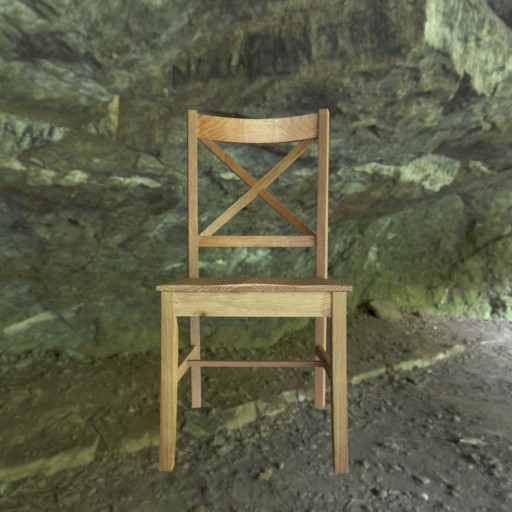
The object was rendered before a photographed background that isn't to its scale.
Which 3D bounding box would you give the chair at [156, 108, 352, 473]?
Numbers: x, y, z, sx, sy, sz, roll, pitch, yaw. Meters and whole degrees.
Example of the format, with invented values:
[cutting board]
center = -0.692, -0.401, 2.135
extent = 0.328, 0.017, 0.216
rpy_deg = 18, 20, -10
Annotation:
[chair]
center = 0.000, 0.000, 1.268
extent = 0.485, 0.983, 0.542
rpy_deg = 0, 0, 1
